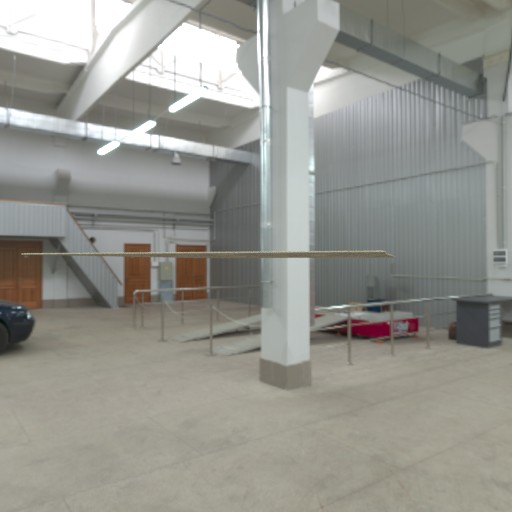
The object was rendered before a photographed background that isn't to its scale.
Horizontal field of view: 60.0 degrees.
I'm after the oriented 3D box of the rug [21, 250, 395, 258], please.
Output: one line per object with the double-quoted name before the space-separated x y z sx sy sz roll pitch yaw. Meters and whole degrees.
"rug" 0.000 0.000 4.029 2.380 0.008 2.977 0 -1 18
